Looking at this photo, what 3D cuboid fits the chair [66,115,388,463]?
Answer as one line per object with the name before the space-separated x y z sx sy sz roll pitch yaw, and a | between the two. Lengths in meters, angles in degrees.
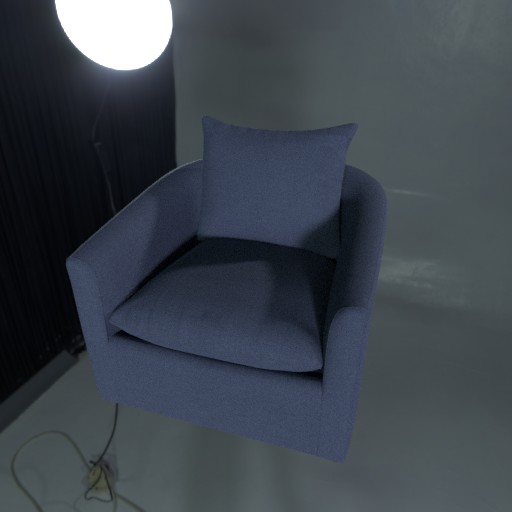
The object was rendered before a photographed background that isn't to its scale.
chair | 0.000 0.000 1.558 0.845 0.848 0.910 8 28 16
